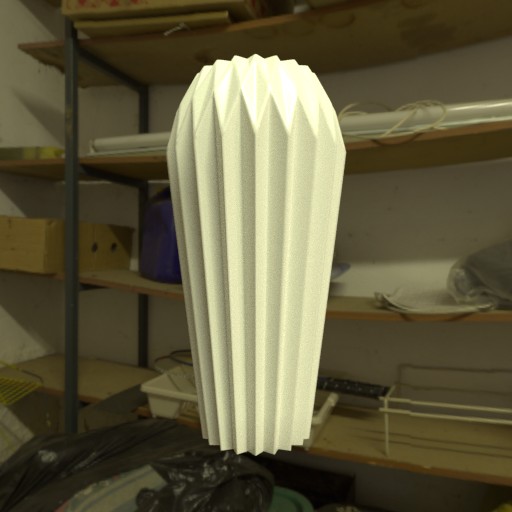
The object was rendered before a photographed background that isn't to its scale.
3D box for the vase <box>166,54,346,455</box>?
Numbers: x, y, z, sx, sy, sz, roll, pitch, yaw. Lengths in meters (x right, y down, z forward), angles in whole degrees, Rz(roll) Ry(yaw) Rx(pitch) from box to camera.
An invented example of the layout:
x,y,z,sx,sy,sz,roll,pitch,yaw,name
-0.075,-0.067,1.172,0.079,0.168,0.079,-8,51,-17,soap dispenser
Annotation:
x,y,z,sx,sy,sz,roll,pitch,yaw,name
0.000,0.000,0.332,0.133,0.263,0.133,0,0,0,vase
